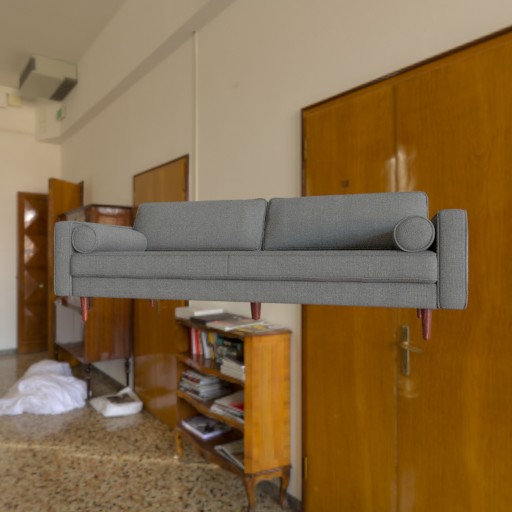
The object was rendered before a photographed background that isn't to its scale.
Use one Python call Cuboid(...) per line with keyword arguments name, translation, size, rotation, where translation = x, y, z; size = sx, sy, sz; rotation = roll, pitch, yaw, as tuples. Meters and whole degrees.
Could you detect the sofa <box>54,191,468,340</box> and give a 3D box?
Cuboid(name="sofa", translation=(0.000, 0.000, 2.640), size=(2.198, 0.762, 0.914), rotation=(0, 0, 18))
